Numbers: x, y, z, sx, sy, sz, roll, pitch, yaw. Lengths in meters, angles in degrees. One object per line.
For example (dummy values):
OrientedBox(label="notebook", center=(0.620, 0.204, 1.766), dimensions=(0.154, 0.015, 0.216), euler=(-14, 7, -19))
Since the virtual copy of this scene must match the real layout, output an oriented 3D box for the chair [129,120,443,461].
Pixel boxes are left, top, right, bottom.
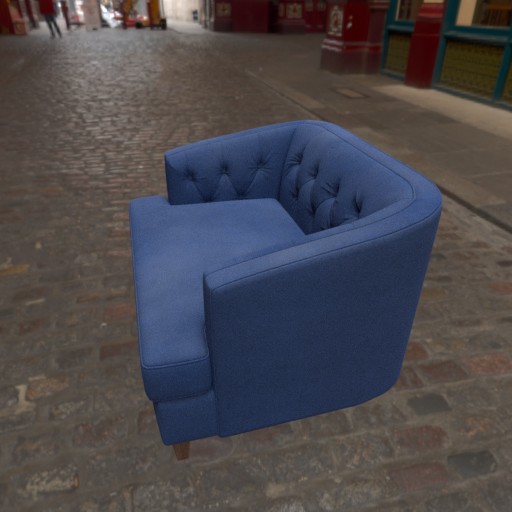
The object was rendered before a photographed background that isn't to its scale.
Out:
OrientedBox(label="chair", center=(0.000, 0.000, 1.703), dimensions=(0.914, 0.787, 1.118), euler=(-8, 32, -13))
